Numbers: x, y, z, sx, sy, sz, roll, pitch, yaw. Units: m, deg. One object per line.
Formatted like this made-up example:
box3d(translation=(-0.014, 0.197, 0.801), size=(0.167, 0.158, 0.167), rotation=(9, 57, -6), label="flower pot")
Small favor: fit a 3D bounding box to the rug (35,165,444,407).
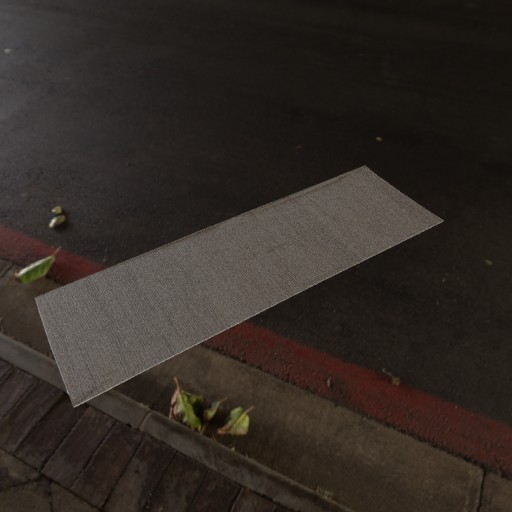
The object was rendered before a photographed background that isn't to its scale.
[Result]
box3d(translation=(0.000, 0.000, 2.633), size=(2.390, 0.014, 0.741), rotation=(-24, 50, -22), label="rug")
